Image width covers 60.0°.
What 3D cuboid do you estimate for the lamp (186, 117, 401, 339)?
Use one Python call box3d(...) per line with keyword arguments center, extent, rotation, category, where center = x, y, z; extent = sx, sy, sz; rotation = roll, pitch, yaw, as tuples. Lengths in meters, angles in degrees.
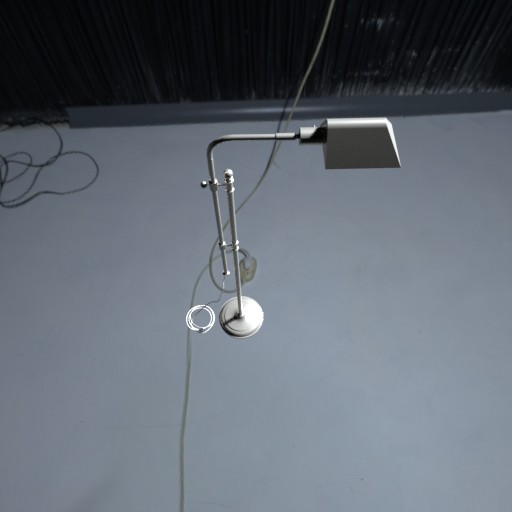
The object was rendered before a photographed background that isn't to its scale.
box3d(center=(0.000, 0.000, 1.890), extent=(0.813, 1.571, 0.256), rotation=(-1, 63, -1), category="lamp")
